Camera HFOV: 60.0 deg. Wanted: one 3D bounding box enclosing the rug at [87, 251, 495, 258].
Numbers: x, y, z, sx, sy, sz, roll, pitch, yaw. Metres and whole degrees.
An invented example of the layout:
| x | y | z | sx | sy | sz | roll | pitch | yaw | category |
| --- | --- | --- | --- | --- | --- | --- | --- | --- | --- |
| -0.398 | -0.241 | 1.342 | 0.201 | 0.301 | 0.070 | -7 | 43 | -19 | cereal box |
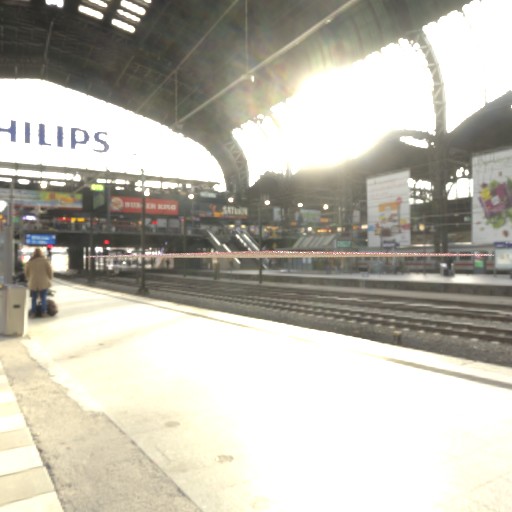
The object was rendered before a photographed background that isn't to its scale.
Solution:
| x | y | z | sx | sy | sz | roll | pitch | yaw | category |
| --- | --- | --- | --- | --- | --- | --- | --- | --- | --- |
| 0.000 | 0.000 | 2.290 | 1.219 | 0.006 | 1.829 | 0 | -1 | -36 | rug |
